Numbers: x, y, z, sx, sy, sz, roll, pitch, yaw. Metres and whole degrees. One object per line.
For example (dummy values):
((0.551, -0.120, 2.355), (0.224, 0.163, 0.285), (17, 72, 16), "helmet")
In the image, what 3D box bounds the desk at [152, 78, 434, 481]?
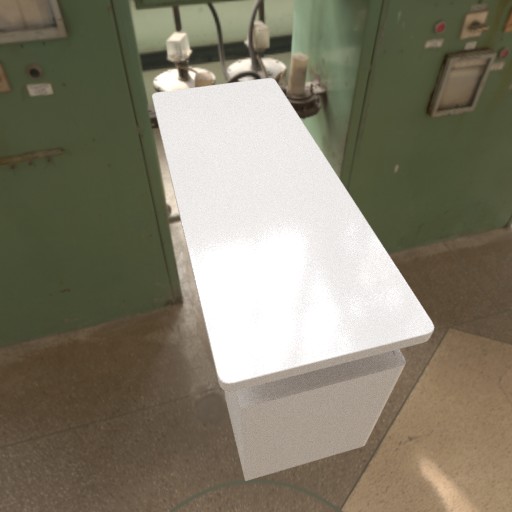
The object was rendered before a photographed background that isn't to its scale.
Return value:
((0.000, 0.000, 1.781), (0.550, 0.762, 1.400), (-11, 48, -10), "desk")
